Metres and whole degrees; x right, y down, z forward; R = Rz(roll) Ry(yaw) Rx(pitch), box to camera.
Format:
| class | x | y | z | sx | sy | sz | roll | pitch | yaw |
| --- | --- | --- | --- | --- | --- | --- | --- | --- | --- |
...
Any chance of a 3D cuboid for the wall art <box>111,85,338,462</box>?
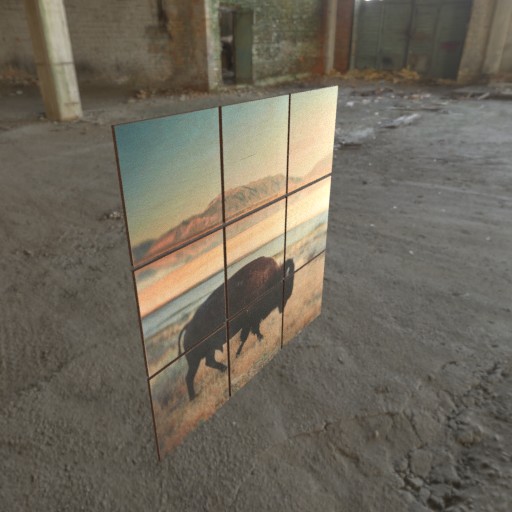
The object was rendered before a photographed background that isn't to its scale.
| class | x | y | z | sx | sy | sz | roll | pitch | yaw |
| --- | --- | --- | --- | --- | --- | --- | --- | --- | --- |
| wall art | 0.000 | 0.000 | 1.818 | 0.019 | 1.218 | 1.221 | 18 | 32 | 32 |
